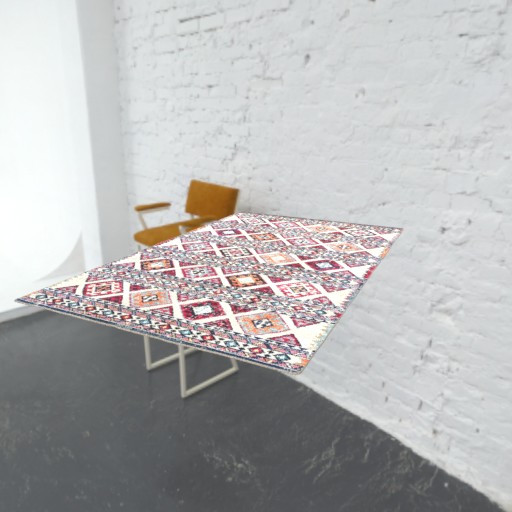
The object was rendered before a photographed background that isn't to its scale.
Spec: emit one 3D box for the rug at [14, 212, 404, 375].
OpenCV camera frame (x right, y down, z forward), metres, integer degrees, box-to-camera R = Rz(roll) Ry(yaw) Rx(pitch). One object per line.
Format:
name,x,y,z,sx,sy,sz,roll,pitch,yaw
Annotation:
rug,0.000,0.000,2.954,1.545,0.010,2.440,8,19,25
